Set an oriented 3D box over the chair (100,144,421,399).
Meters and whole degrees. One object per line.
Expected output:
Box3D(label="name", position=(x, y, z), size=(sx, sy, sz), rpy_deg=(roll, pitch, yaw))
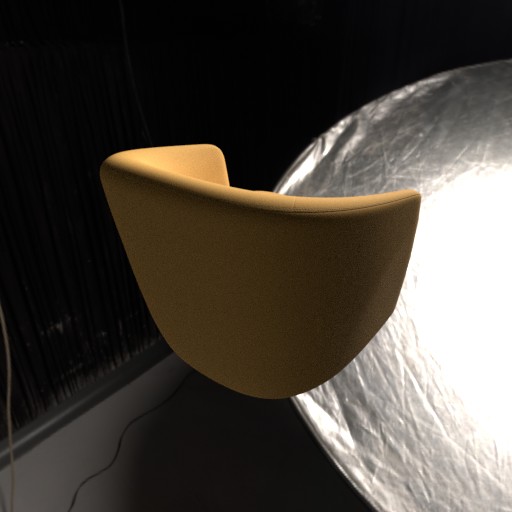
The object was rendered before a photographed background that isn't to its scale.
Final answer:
Box3D(label="chair", position=(0.000, 0.000, 1.343), size=(0.773, 0.698, 0.767), rpy_deg=(21, 35, 33))
